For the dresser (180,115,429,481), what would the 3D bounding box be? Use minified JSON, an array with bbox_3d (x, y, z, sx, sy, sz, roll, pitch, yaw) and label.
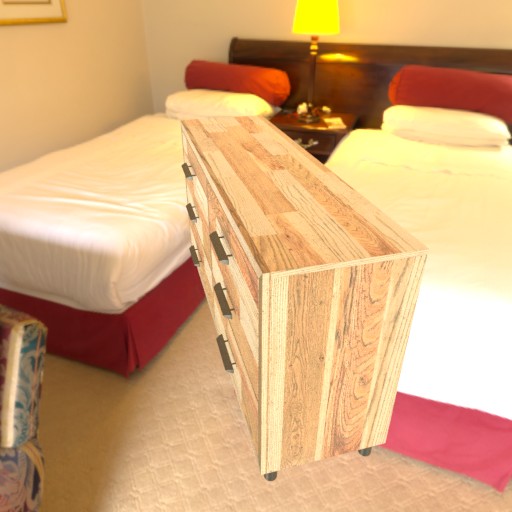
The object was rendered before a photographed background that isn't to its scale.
[{"bbox_3d":[0.000,0.000,1.924,0.487,0.834,1.547,-8,31,-13],"label":"dresser"}]
